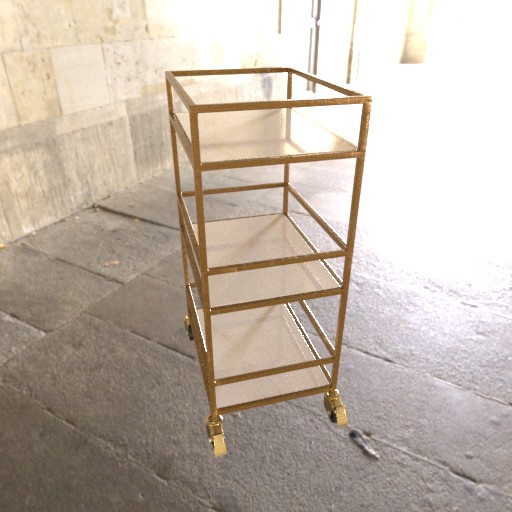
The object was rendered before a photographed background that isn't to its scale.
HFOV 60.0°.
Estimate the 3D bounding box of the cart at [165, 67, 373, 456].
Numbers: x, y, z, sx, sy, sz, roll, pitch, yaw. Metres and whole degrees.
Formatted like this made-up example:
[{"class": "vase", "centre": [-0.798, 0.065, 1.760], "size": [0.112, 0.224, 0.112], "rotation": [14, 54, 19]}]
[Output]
[{"class": "cart", "centre": [0.000, 0.000, 1.038], "size": [0.332, 0.761, 0.483], "rotation": [-8, 31, -13]}]
